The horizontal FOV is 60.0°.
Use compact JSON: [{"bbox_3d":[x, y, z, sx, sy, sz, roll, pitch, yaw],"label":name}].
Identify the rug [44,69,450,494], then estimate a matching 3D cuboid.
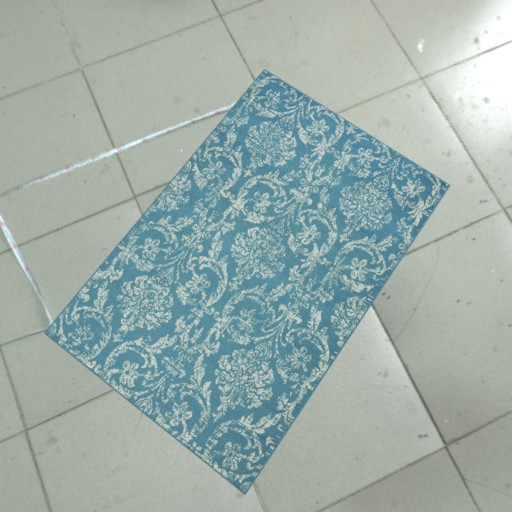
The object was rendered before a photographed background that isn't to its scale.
[{"bbox_3d":[0.000,0.000,3.361,1.816,0.018,2.746,35,78,8],"label":"rug"}]
